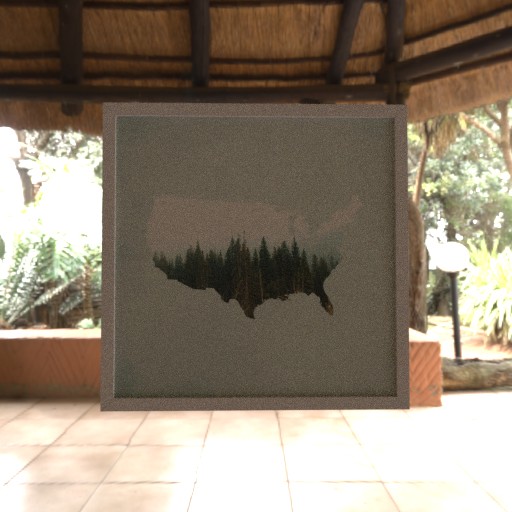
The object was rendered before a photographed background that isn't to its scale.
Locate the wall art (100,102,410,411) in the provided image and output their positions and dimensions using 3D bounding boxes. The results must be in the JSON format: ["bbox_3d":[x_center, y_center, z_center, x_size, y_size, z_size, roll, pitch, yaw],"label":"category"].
[{"bbox_3d":[0.000,0.000,1.119,0.762,0.762,0.038,0,-1,-1],"label":"wall art"}]
